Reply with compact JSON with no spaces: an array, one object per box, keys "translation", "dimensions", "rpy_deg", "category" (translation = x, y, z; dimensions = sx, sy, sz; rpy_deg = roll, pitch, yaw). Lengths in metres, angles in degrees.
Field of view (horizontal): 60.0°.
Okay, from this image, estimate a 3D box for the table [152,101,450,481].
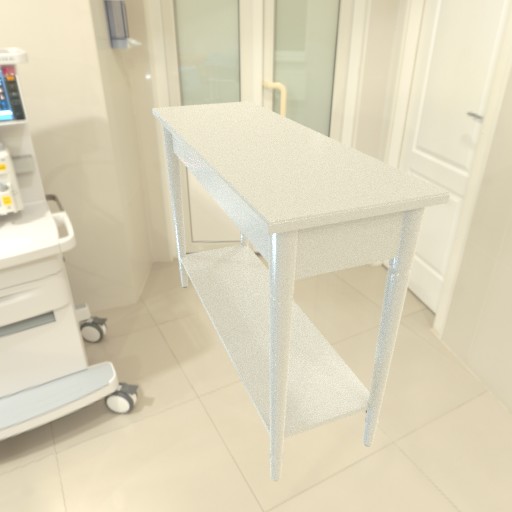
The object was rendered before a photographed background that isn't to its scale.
[{"translation":[0.000,0.000,1.405],"dimensions":[0.381,0.749,1.067],"rpy_deg":[-11,31,-19],"category":"table"}]
